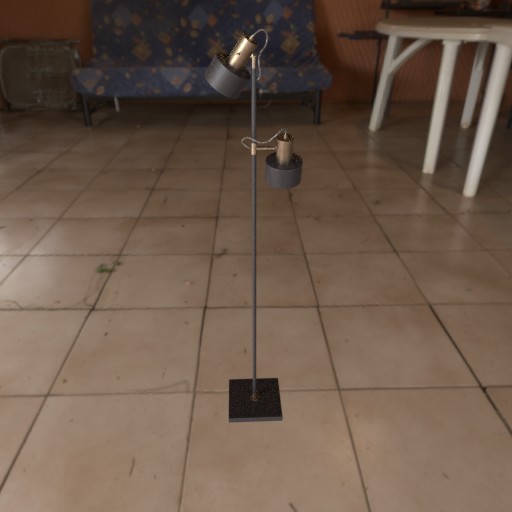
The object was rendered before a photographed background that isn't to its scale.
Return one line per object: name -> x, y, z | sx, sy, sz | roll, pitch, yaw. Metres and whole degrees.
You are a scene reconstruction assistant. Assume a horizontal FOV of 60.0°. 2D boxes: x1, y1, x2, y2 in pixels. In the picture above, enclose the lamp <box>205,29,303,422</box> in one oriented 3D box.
lamp -> 0.000, 0.000, 1.649 | 0.315, 1.505, 0.233 | -1, 29, -2
